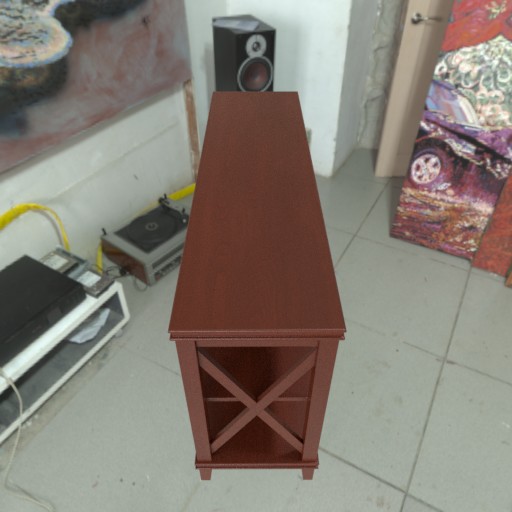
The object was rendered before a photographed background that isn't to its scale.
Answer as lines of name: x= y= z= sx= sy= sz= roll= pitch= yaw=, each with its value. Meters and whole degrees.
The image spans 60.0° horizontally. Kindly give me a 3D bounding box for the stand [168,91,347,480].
stand: x=0.000 y=0.000 z=1.708 sx=0.381 sy=0.762 sz=1.372 roll=0 pitch=41 yaw=0
